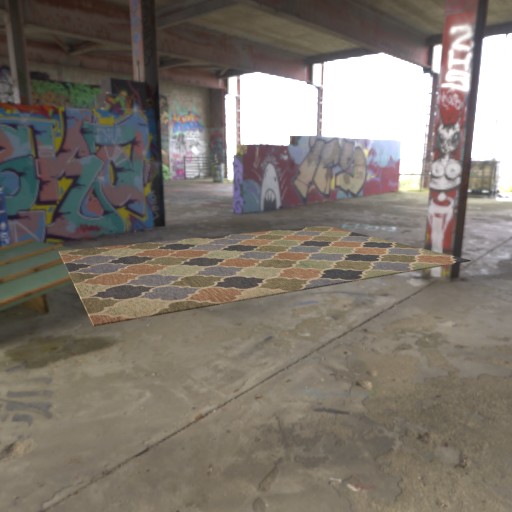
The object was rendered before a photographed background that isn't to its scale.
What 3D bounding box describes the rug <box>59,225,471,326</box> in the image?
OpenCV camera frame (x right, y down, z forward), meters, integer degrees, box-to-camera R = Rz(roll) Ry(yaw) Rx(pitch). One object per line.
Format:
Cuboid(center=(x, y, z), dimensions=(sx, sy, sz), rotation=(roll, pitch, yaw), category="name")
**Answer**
Cuboid(center=(0.000, 0.000, 2.356), dimensions=(1.828, 0.006, 1.216), rotation=(-7, 15, -27), category="rug")
